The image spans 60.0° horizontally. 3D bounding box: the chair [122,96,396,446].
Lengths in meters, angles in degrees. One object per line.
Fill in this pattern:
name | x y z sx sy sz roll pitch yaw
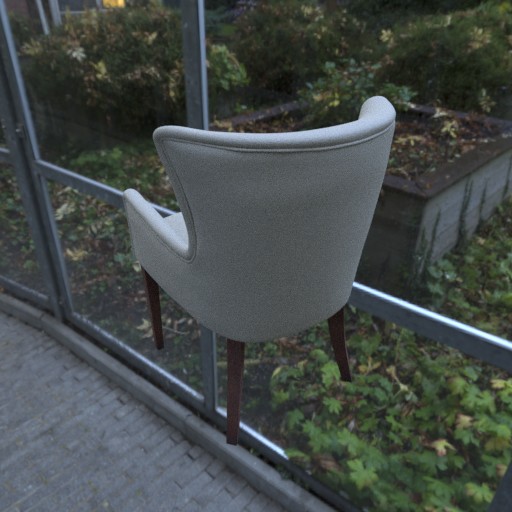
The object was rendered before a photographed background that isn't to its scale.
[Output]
chair | 0.000 0.000 1.395 0.660 0.952 0.686 -18 35 -28
